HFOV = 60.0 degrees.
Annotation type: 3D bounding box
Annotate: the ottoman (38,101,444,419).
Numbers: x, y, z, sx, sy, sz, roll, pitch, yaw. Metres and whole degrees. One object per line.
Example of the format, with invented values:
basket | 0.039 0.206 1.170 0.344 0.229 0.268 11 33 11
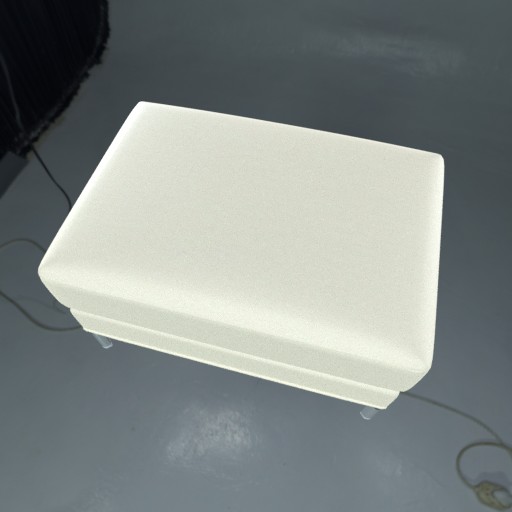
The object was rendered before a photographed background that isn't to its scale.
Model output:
ottoman | 0.000 0.000 1.187 0.835 0.497 0.581 13 59 8
